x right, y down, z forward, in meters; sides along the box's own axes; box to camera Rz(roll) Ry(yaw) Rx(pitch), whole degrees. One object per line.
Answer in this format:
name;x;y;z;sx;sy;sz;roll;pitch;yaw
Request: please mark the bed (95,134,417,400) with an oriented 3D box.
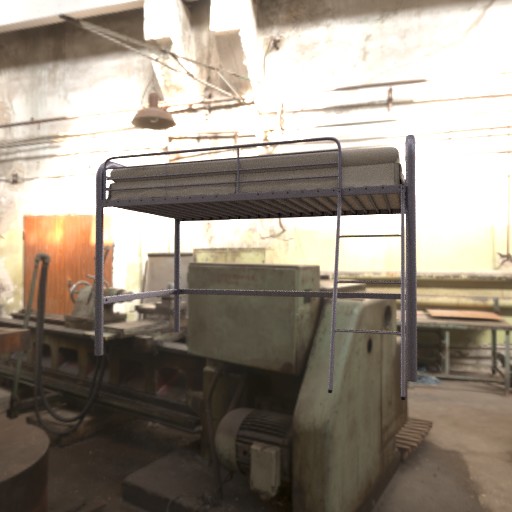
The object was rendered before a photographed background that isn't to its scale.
bed;0.000;0.000;2.906;1.965;1.288;1.415;0;-1;19
